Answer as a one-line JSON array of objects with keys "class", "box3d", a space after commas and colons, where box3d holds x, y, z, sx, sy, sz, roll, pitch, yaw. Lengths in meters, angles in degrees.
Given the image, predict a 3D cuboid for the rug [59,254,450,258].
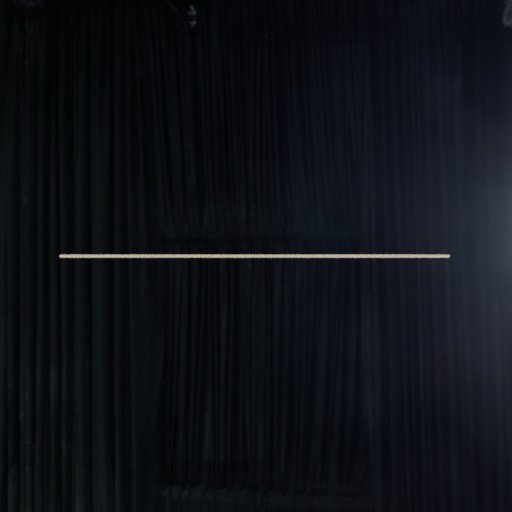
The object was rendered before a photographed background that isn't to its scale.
[{"class": "rug", "box3d": [0.000, 0.000, 2.856, 1.526, 0.014, 2.290, 0, 0, 1]}]
